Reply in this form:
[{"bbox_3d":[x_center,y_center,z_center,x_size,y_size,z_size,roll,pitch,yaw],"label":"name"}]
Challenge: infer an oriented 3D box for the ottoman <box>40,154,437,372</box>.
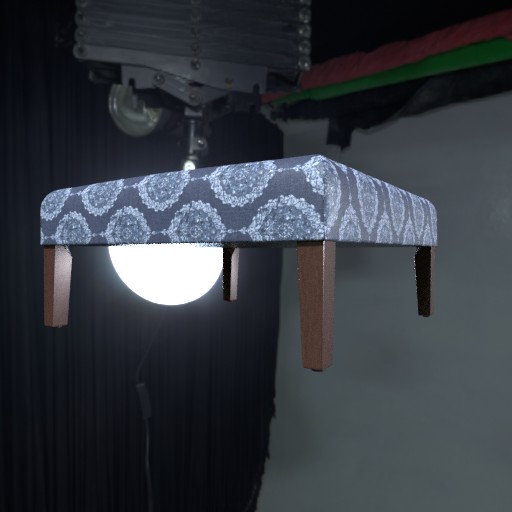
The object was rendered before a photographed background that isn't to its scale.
[{"bbox_3d":[0.000,0.000,1.376,0.890,0.409,0.889,0,0,34],"label":"ottoman"}]
